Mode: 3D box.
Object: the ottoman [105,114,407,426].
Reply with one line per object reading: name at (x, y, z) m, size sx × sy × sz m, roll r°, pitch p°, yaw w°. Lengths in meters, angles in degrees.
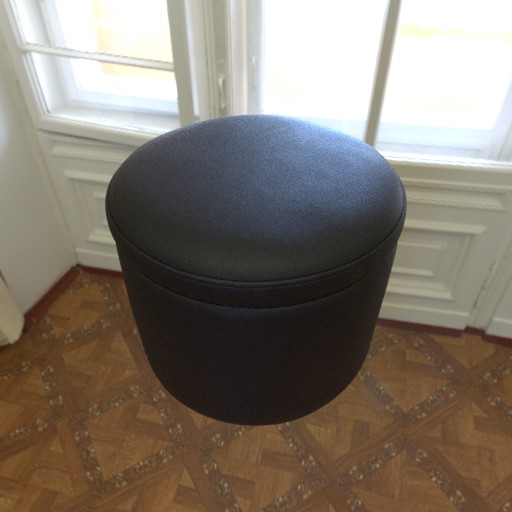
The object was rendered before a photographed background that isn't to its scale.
ottoman at (0.000, 0.000, 0.865) m, size 0.501 × 0.409 × 0.501 m, roll 0°, pitch 41°, yaw 0°
